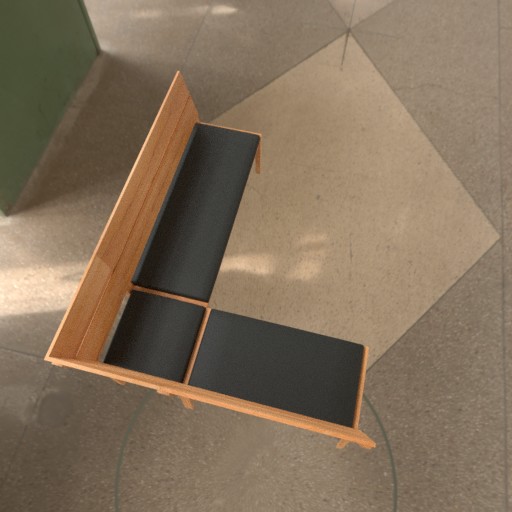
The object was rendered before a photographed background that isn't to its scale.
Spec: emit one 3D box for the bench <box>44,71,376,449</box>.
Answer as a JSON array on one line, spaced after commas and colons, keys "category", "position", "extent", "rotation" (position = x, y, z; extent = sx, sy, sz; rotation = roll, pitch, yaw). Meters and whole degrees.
[{"category": "bench", "position": [0.000, 0.000, 2.793], "extent": [1.548, 0.890, 1.948], "rotation": [13, 65, 6]}]
